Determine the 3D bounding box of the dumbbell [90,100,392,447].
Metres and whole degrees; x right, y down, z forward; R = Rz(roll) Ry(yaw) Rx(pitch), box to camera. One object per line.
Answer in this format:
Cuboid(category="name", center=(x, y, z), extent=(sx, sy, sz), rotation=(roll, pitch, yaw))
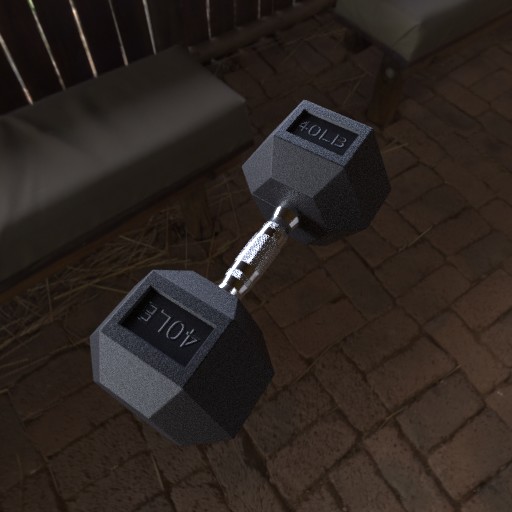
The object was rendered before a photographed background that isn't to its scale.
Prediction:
Cuboid(category="dumbbell", center=(0.000, 0.000, 0.443), extent=(0.157, 0.137, 0.361), rotation=(29, 63, 17))
